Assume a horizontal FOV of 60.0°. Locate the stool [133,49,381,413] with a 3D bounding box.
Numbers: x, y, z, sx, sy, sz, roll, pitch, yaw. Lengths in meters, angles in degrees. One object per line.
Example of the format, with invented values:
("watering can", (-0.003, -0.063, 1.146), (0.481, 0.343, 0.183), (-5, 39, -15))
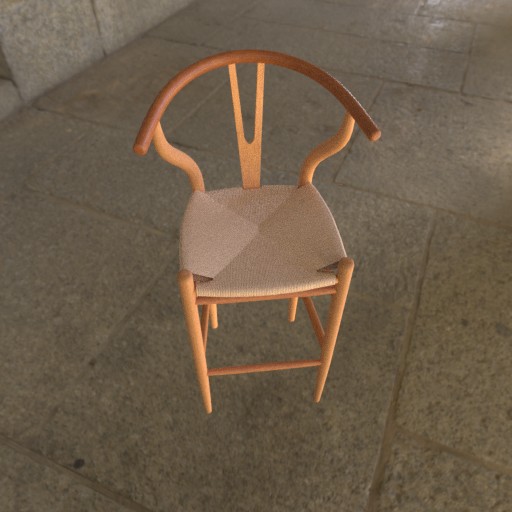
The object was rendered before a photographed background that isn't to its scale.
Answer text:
("stool", (0.000, 0.000, 1.407), (0.574, 1.068, 0.561), (-4, 47, -4))
